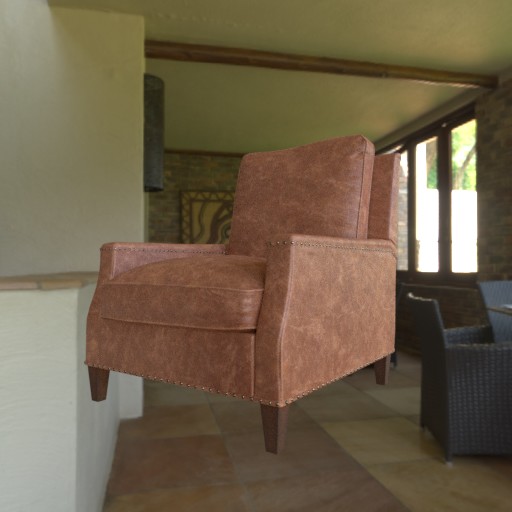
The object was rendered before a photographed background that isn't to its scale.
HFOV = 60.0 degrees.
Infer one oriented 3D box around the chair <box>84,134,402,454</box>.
[{"bbox_3d":[0.000,0.000,1.768,0.854,1.054,1.035,-1,-1,35],"label":"chair"}]
